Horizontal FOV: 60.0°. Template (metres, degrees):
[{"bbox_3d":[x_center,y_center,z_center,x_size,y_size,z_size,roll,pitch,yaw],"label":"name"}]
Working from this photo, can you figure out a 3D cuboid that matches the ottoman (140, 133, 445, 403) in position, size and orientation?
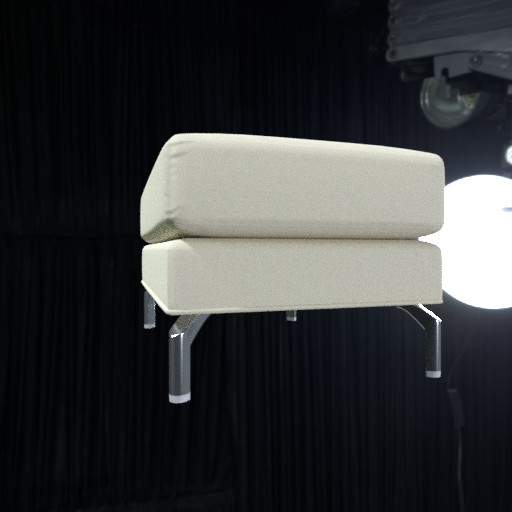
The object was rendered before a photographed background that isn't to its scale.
[{"bbox_3d":[0.000,0.000,1.221,0.581,0.497,0.835,0,1,-17],"label":"ottoman"}]
